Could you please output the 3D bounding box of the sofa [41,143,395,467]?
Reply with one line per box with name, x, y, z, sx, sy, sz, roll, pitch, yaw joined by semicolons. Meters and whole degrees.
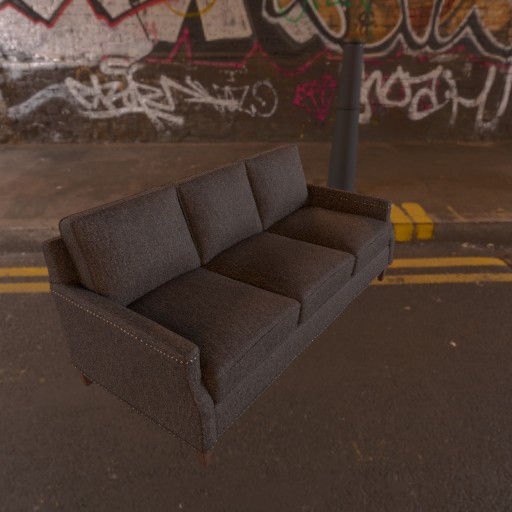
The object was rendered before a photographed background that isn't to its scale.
sofa;0.000;0.000;2.828;1.084;1.003;2.246;18;32;32
